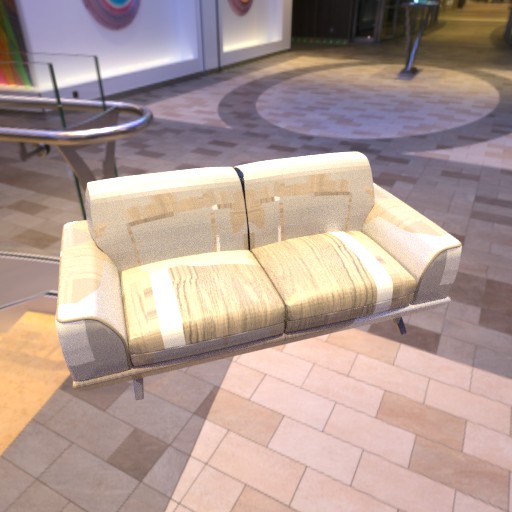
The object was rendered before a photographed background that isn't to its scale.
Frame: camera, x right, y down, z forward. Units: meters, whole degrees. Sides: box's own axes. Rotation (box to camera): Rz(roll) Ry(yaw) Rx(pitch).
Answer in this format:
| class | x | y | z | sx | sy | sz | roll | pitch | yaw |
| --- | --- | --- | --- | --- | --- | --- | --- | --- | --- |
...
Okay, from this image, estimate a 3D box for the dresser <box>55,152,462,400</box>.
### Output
| class | x | y | z | sx | sy | sz | roll | pitch | yaw |
| --- | --- | --- | --- | --- | --- | --- | --- | --- | --- |
| dresser | 0.000 | 0.000 | 5.739 | 4.679 | 1.863 | 2.251 | -10 | 33 | -16 |
